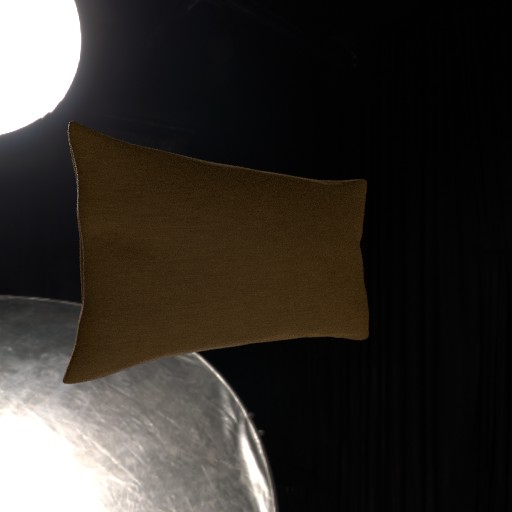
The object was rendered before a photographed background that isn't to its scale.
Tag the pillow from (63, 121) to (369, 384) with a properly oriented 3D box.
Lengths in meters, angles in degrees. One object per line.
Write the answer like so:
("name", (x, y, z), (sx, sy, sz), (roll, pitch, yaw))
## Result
("pillow", (0.000, 0.000, 0.779), (0.634, 0.354, 0.210), (1, -2, -38))
